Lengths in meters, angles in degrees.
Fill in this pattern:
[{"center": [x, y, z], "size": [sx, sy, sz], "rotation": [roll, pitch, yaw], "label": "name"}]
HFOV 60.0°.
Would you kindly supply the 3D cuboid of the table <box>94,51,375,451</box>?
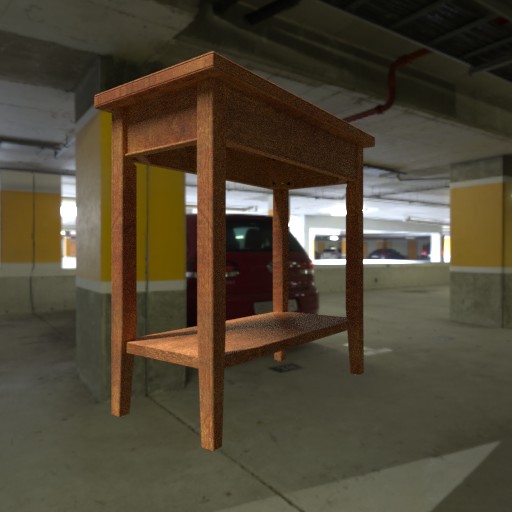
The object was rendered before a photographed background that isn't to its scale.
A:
[{"center": [0.000, 0.000, 0.989], "size": [0.305, 0.610, 0.610], "rotation": [0, 0, 37], "label": "table"}]
